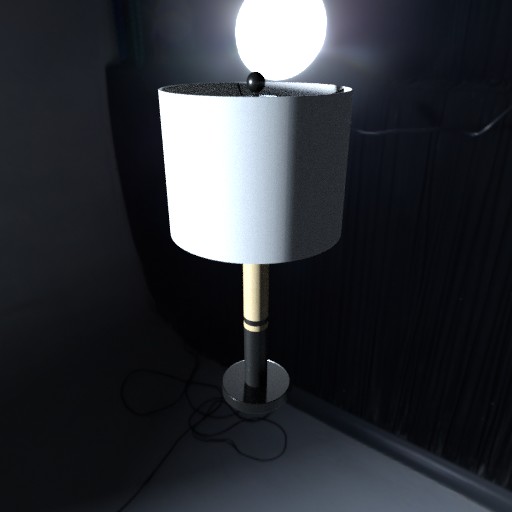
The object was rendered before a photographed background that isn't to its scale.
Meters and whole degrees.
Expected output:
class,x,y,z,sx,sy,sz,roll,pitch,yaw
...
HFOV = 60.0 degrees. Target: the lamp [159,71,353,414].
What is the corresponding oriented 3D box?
class,x,y,z,sx,sy,sz,roll,pitch,yaw
lamp,0.000,0.000,0.831,0.305,0.640,0.305,17,30,32
